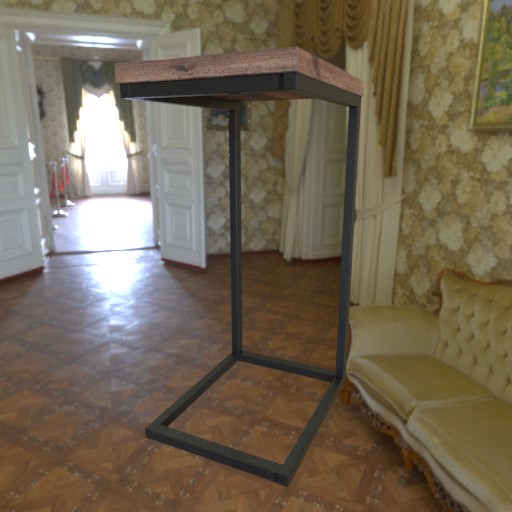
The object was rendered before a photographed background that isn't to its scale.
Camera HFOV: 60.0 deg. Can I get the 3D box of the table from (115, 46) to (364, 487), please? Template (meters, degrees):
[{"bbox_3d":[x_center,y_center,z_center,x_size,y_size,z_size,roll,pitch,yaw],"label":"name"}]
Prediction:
[{"bbox_3d":[0.000,0.000,0.935,0.323,0.718,0.414,7,16,25],"label":"table"}]
